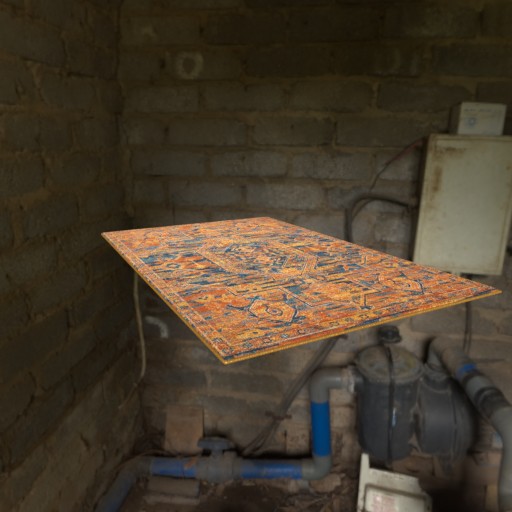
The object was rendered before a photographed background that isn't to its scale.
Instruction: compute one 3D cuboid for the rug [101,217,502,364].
[{"bbox_3d":[0.000,0.000,1.048,0.557,0.008,0.863,-8,17,-27],"label":"rug"}]
